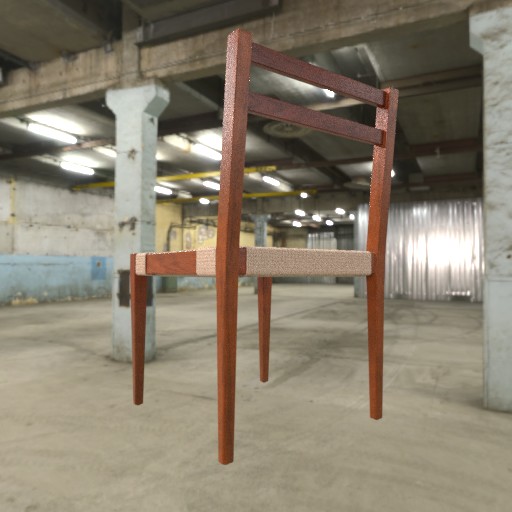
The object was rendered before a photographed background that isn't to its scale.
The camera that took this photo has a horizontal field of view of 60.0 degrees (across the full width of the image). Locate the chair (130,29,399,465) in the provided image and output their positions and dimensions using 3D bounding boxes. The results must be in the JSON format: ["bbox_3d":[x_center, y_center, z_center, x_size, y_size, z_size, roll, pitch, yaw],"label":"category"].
[{"bbox_3d":[0.000,0.000,1.204,0.495,0.851,0.569,2,-3,-36],"label":"chair"}]
